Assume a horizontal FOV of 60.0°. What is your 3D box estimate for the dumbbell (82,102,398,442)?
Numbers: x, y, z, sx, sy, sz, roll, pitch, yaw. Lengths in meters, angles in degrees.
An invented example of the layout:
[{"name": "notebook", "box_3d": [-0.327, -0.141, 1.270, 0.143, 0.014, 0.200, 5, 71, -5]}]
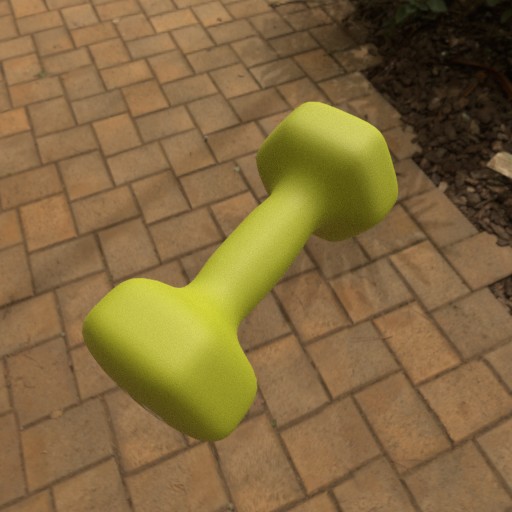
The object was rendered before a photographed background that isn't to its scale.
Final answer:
[{"name": "dumbbell", "box_3d": [0.000, 0.000, 0.210, 0.080, 0.072, 0.164, 32, 63, 19]}]
